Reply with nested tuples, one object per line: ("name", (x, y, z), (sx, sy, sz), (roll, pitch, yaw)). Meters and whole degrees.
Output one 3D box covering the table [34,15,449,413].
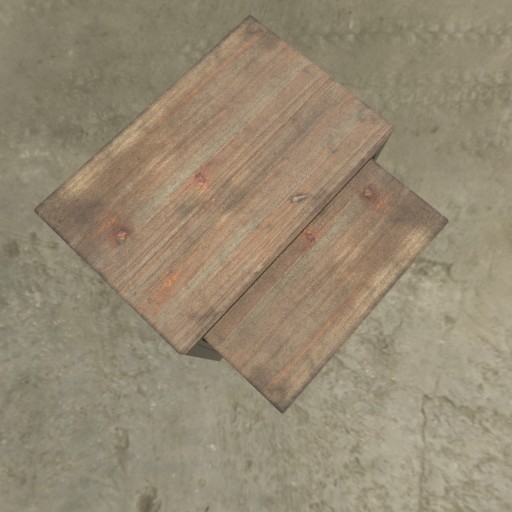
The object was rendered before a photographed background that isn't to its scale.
("table", (0.000, 0.000, 0.917), (0.460, 0.615, 0.456), (44, 80, 10))
